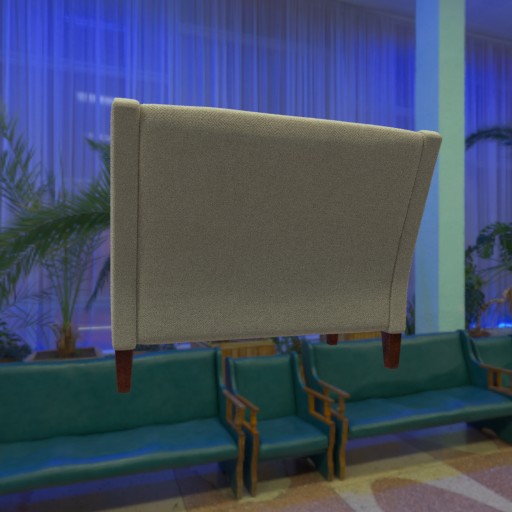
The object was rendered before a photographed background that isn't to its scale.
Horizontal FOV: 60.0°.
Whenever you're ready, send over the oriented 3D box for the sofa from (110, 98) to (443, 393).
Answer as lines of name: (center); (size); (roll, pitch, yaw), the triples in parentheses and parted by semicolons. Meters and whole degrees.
sofa: (0.000, 0.000, 1.947); (1.212, 0.976, 0.946); (0, 0, -18)
